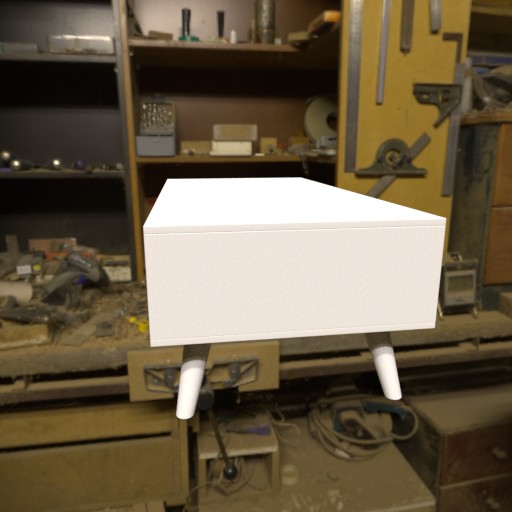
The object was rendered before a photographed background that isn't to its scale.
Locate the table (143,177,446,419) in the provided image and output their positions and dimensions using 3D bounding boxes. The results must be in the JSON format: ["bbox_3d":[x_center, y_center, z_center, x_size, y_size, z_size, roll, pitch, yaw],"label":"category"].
[{"bbox_3d":[0.000,0.000,1.492,0.609,0.432,1.194,-2,14,-9],"label":"table"}]
